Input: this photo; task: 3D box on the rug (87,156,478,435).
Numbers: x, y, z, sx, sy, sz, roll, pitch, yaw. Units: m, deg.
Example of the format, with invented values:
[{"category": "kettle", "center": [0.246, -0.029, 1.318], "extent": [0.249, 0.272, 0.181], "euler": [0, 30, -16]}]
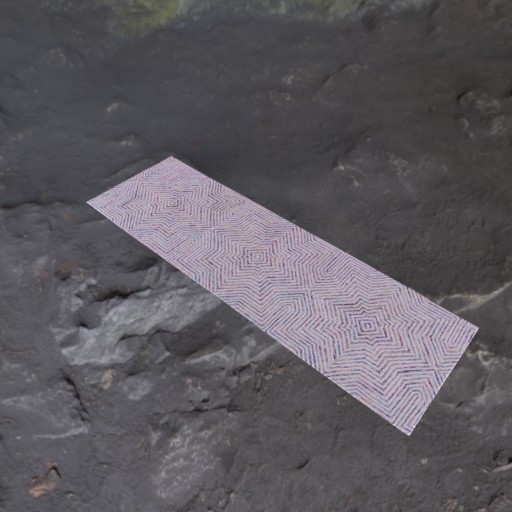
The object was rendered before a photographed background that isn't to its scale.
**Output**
[{"category": "rug", "center": [0.000, 0.000, 2.684], "extent": [2.443, 0.009, 0.771], "euler": [32, 53, 28]}]
